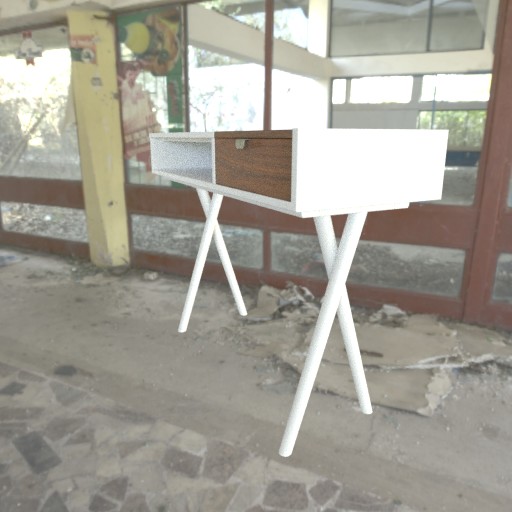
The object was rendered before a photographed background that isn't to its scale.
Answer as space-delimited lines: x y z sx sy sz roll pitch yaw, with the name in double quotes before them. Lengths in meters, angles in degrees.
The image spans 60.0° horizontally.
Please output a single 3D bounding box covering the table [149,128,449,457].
"table" 0.000 0.000 1.454 0.418 0.785 1.066 -8 17 -26
